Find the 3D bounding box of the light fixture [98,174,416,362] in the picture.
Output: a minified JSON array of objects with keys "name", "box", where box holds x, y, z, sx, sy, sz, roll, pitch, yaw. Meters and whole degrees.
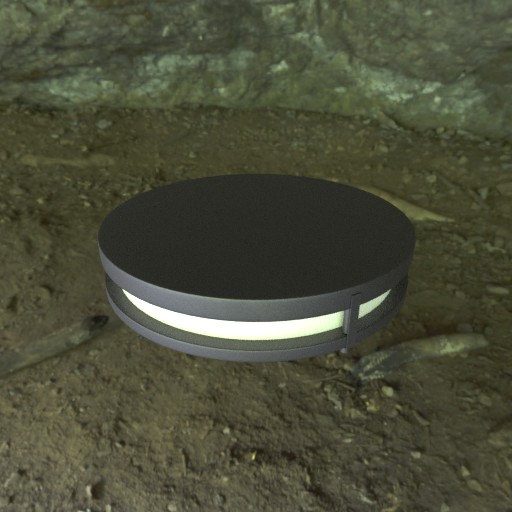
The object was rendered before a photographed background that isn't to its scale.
[{"name":"light fixture","box":[0.000,0.000,0.540,0.356,0.102,0.356,0,27,0]}]
